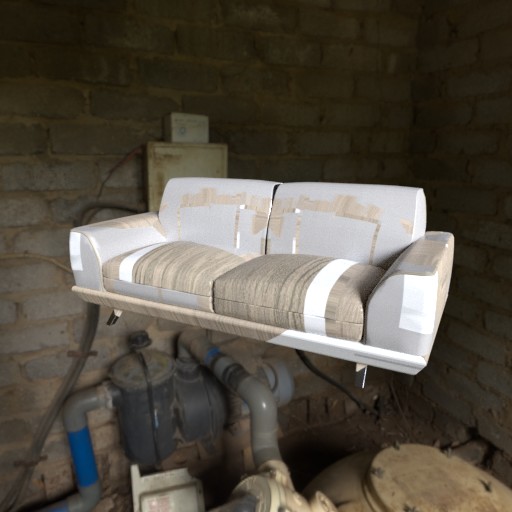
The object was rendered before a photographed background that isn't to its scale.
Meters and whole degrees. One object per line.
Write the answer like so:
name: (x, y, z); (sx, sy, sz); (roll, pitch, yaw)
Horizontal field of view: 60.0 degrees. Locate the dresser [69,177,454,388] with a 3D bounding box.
dresser: (0.000, 0.000, 5.892); (4.679, 1.863, 2.251); (7, 16, 27)
